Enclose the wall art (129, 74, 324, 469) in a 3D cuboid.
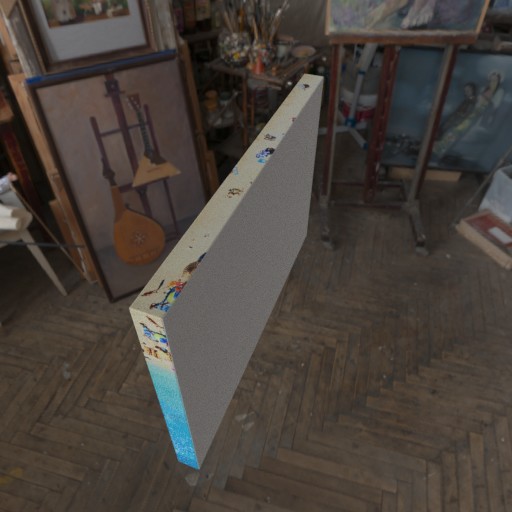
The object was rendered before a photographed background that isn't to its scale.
[{"bbox_3d":[0.000,0.000,0.785,0.039,0.406,0.609,15,47,15],"label":"wall art"}]
